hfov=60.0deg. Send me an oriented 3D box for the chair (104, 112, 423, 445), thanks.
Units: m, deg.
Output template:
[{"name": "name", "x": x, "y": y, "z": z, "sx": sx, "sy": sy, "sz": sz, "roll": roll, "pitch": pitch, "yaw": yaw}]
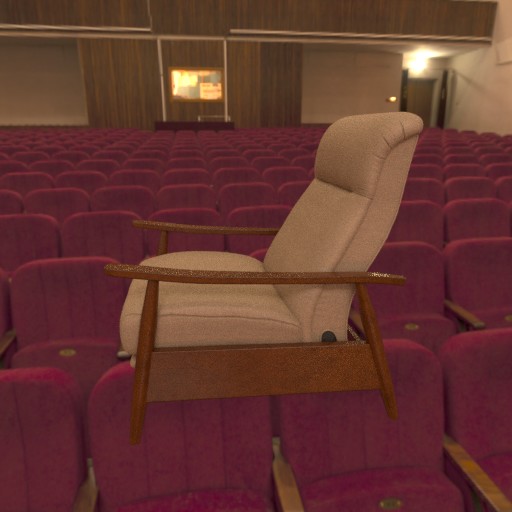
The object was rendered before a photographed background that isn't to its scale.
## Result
[{"name": "chair", "x": 0.000, "y": 0.000, "z": 1.766, "sx": 1.030, "sy": 1.082, "sz": 0.762, "roll": -2, "pitch": 16, "yaw": -8}]
